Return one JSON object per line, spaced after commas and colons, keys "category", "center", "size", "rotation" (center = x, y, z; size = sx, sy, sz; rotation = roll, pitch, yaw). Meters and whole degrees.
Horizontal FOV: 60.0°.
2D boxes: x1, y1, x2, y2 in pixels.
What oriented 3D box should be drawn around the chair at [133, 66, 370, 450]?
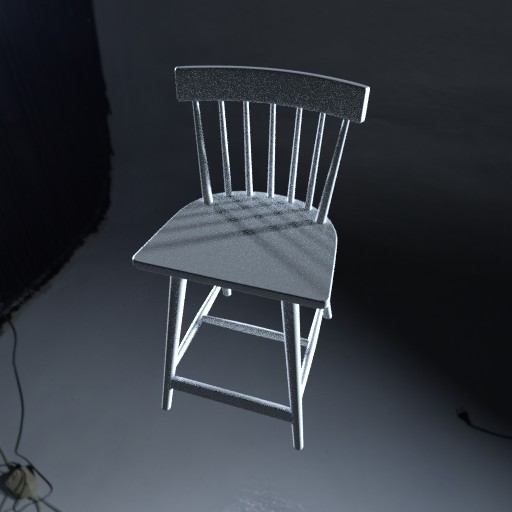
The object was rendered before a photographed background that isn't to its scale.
{"category": "chair", "center": [0.000, 0.000, 1.275], "size": [0.483, 0.952, 0.572], "rotation": [11, 41, 13]}
